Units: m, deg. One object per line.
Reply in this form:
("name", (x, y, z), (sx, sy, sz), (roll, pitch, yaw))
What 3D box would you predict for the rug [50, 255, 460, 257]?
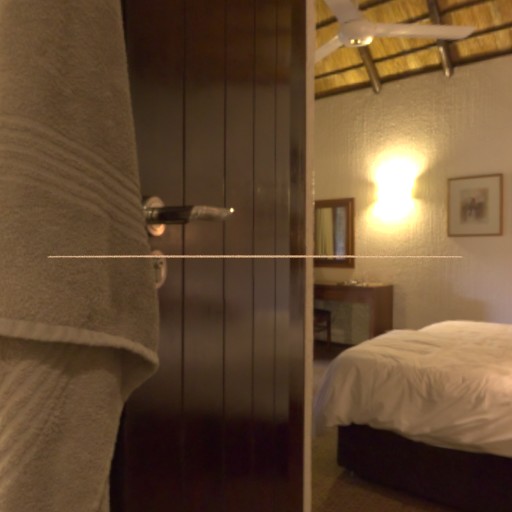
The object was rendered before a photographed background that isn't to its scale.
("rug", (0.000, 0.000, 4.171), (2.451, 0.008, 3.143), (0, 0, 0))
